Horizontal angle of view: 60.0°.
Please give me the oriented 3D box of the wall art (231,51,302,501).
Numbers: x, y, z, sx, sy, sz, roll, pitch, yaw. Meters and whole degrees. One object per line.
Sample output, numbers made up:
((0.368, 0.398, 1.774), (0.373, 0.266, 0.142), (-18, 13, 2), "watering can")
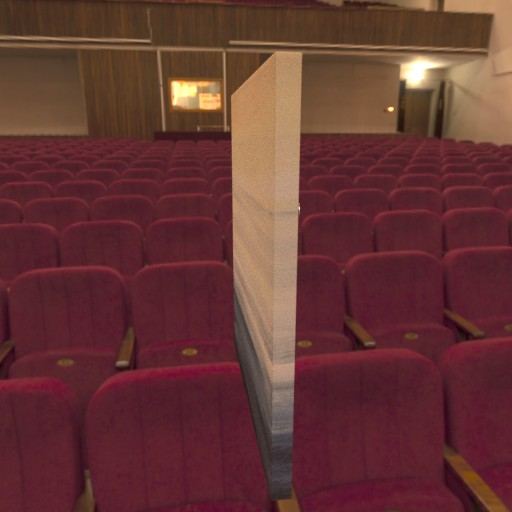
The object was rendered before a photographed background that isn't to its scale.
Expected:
((0.000, 0.000, 0.959), (0.041, 0.710, 0.608), (-2, 15, -8), "wall art")
